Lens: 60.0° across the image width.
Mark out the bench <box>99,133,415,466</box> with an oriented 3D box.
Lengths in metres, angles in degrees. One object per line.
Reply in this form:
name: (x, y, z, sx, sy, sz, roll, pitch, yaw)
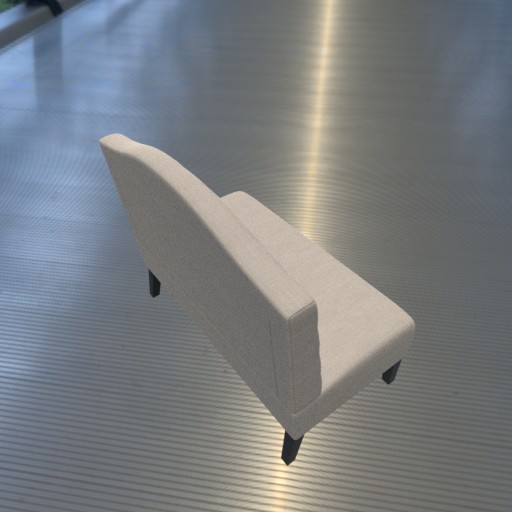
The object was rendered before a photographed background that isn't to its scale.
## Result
bench: (0.000, 0.000, 2.063, 0.815, 1.180, 1.335, -27, 48, -27)
